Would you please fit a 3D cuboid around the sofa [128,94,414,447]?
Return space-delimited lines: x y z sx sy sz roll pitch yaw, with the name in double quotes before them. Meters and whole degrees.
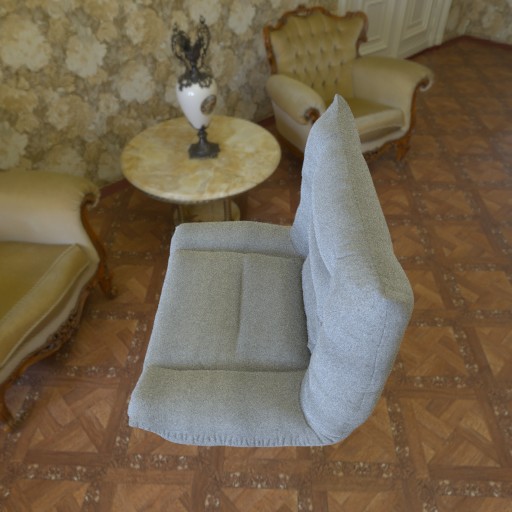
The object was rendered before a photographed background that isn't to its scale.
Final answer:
"sofa" 0.000 0.000 1.669 0.847 0.795 1.144 1 41 1
